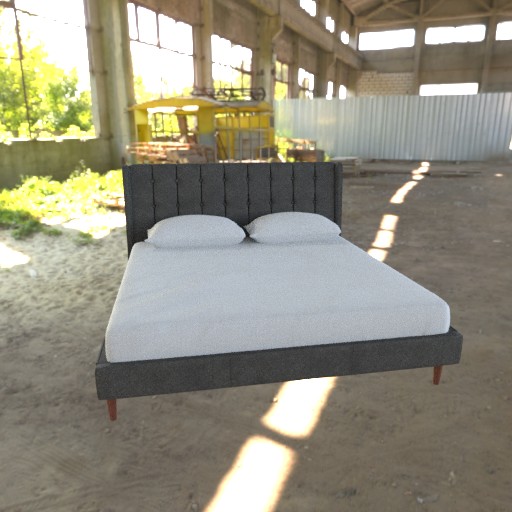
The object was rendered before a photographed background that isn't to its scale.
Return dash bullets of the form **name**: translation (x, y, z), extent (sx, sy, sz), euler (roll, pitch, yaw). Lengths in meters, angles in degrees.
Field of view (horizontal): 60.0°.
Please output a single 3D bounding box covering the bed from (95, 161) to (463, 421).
- **bed**: translation (0.000, 0.000, 2.500), extent (1.531, 0.933, 1.638), euler (-3, 16, -10)
